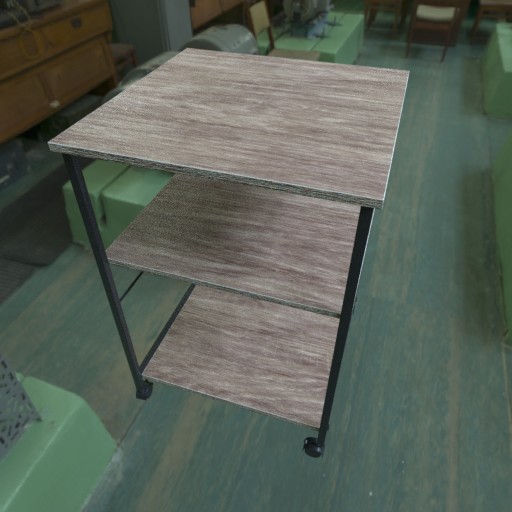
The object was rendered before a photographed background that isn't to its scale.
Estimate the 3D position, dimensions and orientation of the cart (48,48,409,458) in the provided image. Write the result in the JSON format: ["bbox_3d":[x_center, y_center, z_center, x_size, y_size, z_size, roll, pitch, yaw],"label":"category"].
[{"bbox_3d":[0.000,0.000,1.073,0.521,0.762,0.520,12,42,14],"label":"cart"}]
